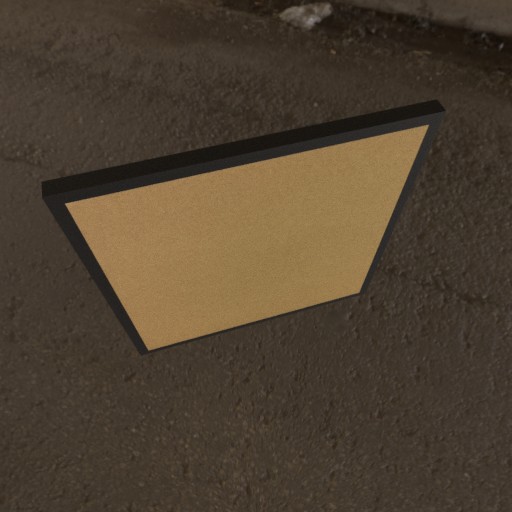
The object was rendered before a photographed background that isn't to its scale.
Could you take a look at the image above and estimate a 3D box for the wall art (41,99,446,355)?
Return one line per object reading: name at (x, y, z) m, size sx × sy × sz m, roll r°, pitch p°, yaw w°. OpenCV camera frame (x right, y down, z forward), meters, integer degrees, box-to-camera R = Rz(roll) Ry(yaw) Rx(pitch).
wall art at (0.000, 0.000, 1.132) m, size 0.762 × 0.760 × 0.037 m, roll -14°, pitch 58°, yaw -9°
